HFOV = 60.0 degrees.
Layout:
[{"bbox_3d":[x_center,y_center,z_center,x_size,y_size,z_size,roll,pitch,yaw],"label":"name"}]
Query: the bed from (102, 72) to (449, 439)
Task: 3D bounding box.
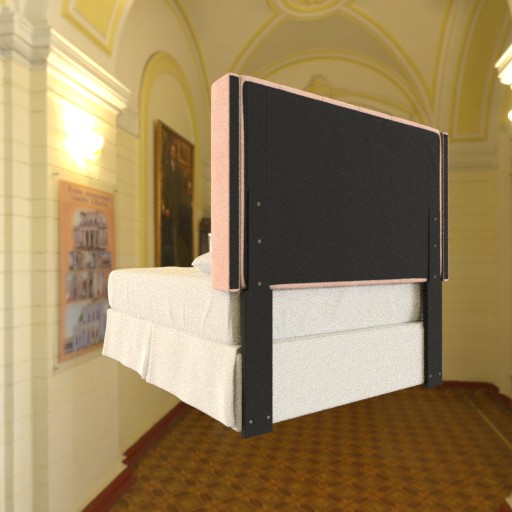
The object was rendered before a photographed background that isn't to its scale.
[{"bbox_3d":[0.000,0.000,3.294,1.719,1.665,2.066,0,0,-35],"label":"bed"}]
